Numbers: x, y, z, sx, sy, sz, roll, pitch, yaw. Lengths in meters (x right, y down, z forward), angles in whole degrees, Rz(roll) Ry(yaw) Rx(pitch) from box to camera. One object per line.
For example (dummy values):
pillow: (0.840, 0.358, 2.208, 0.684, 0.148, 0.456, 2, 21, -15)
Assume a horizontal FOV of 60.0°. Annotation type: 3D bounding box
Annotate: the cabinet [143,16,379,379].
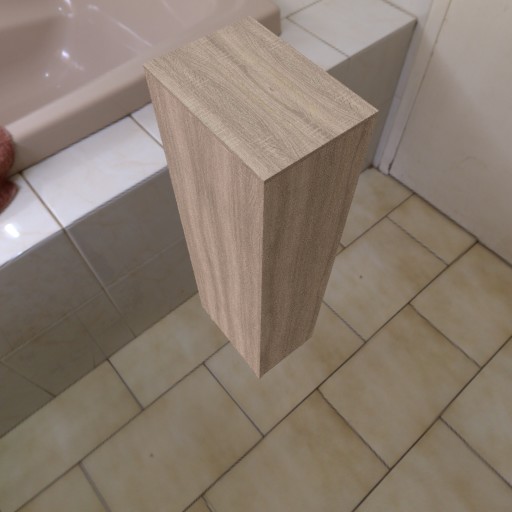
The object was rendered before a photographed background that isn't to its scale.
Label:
cabinet: (0.000, 0.000, 2.044, 0.400, 1.850, 0.570, -34, 65, -19)
